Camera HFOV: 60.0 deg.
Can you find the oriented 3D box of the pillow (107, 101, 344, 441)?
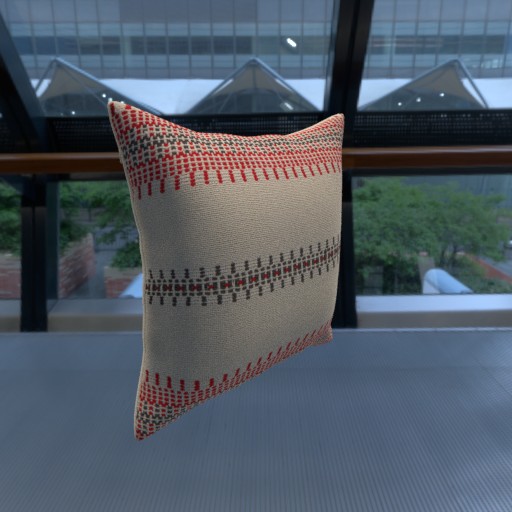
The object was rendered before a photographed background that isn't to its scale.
[{"bbox_3d":[0.000,0.000,0.717,0.463,0.454,0.160,-14,21,-43],"label":"pillow"}]
